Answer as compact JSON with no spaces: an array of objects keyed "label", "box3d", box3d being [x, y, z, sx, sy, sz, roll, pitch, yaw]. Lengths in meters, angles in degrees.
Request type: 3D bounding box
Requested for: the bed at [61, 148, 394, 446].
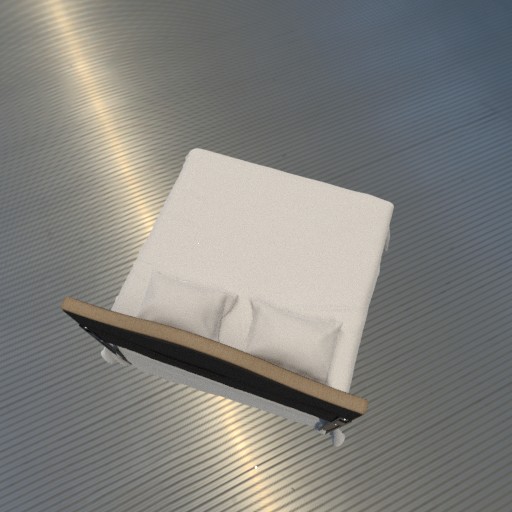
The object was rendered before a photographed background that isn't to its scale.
[{"label":"bed","box3d":[0.000,0.000,3.644,2.311,1.651,2.222,17,66,8]}]
